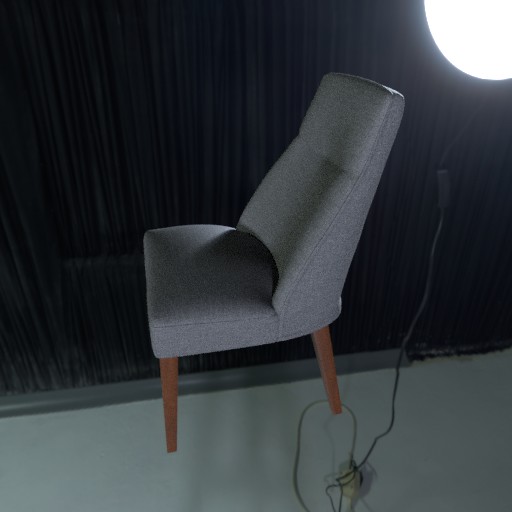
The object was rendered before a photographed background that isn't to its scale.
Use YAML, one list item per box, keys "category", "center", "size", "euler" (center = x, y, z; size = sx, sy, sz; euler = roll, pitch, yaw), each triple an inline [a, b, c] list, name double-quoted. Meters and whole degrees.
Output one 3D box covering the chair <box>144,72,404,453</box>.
- category: "chair"
  center: [0.000, 0.000, 1.259]
  size: [0.620, 0.930, 0.500]
  euler: [-7, 30, -12]
